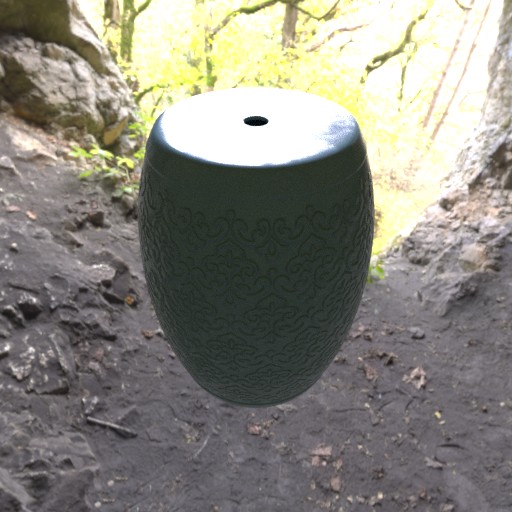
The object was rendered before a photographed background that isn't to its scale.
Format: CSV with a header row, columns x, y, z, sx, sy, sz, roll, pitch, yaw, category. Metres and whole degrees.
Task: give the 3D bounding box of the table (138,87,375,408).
x,y,z,sx,sy,sz,roll,pitch,yaw,category
0.000,0.000,0.624,0.309,0.397,0.309,0,39,0,table
